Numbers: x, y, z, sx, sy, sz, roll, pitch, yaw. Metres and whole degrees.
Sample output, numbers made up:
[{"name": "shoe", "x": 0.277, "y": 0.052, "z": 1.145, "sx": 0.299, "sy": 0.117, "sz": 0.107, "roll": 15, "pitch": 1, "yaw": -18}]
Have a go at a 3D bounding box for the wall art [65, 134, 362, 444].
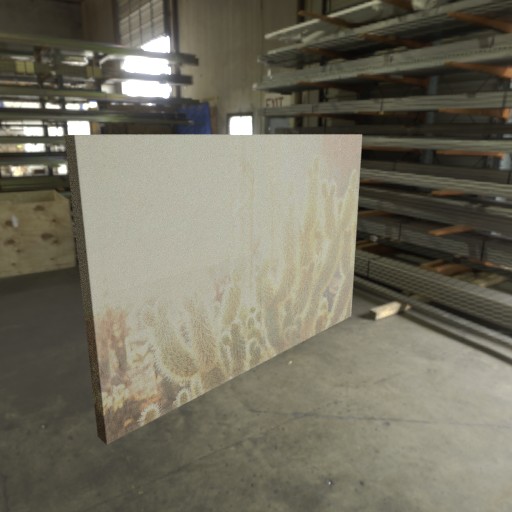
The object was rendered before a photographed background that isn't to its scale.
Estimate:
[{"name": "wall art", "x": 0.000, "y": 0.000, "z": 1.150, "sx": 0.040, "sy": 0.608, "sz": 0.916, "roll": 14, "pitch": 21, "yaw": 42}]
